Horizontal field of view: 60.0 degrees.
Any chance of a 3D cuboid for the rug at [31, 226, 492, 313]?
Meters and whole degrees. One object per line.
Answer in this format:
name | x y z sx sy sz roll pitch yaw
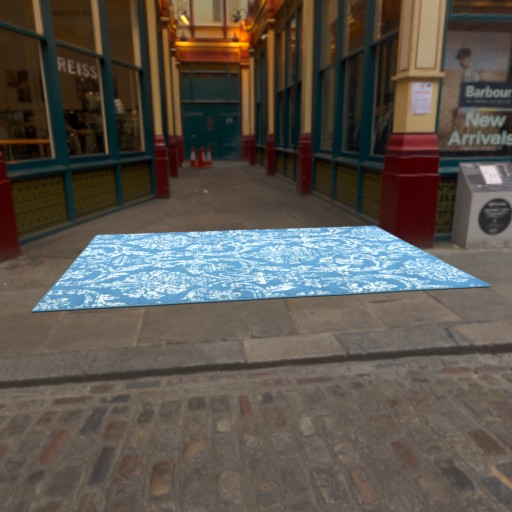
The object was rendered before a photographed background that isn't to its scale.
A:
rug | 0.000 0.000 2.313 1.833 0.012 1.211 -2 16 -8
